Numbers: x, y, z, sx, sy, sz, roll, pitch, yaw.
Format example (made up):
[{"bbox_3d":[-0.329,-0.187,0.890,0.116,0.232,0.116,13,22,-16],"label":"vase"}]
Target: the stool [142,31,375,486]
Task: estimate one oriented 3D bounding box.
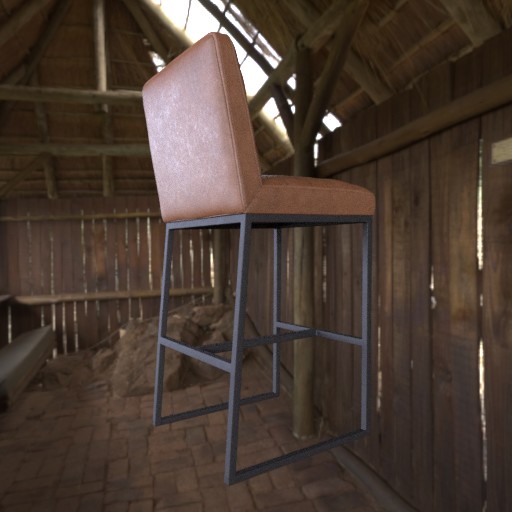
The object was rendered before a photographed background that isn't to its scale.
[{"bbox_3d":[0.000,0.000,1.315,0.556,1.040,0.458,0,1,-36],"label":"stool"}]
